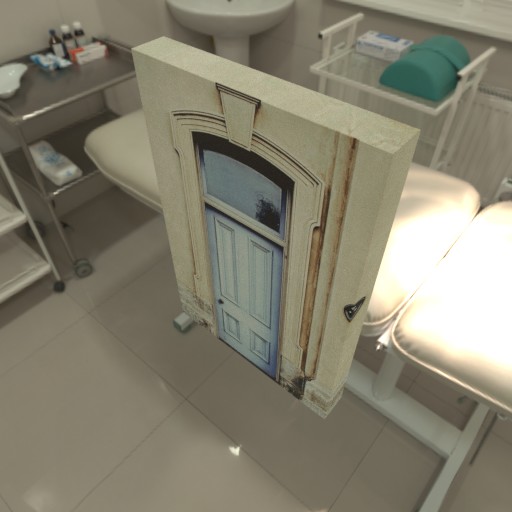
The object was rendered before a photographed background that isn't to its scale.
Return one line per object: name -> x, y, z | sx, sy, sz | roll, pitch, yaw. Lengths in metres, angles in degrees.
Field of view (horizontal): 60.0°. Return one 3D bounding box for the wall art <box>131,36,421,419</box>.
wall art -> 0.000, 0.000, 0.477 | 0.254, 0.381, 0.038 | 31, 54, 27
